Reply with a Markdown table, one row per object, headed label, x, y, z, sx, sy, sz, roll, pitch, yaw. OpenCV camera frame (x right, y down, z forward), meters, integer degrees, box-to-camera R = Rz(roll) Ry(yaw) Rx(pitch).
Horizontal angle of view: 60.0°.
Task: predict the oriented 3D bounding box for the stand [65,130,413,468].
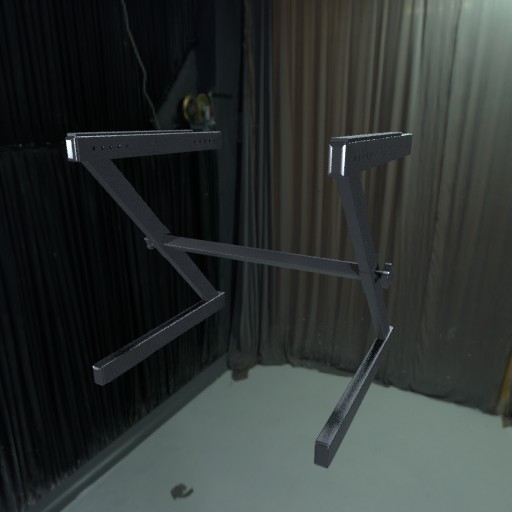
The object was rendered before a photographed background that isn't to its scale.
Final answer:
| label | x | y | z | sx | sy | sz | roll | pitch | yaw |
| --- | --- | --- | --- | --- | --- | --- | --- | --- | --- |
| stand | 0.000 | 0.000 | 1.146 | 0.700 | 0.617 | 0.586 | 9 | 19 | 27 |
